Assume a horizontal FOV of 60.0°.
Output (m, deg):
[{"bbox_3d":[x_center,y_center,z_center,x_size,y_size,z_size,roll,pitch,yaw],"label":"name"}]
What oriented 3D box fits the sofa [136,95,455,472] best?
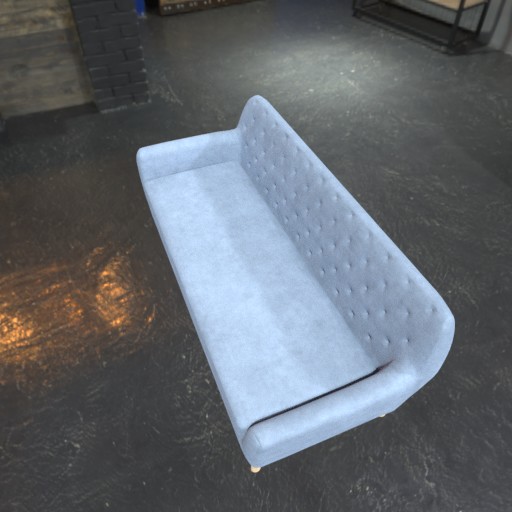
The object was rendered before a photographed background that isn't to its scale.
[{"bbox_3d":[0.000,0.000,2.332,0.830,0.830,1.970,-17,49,-15],"label":"sofa"}]
